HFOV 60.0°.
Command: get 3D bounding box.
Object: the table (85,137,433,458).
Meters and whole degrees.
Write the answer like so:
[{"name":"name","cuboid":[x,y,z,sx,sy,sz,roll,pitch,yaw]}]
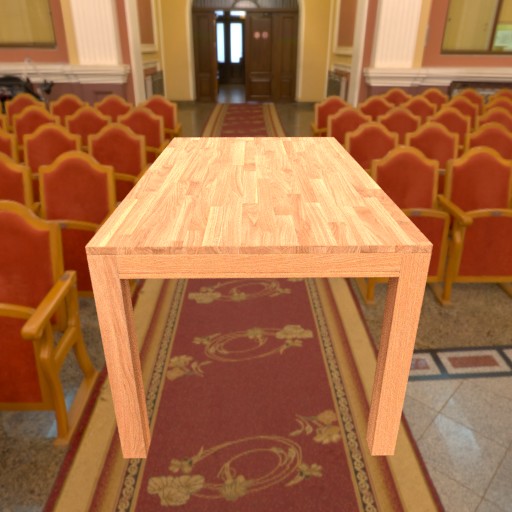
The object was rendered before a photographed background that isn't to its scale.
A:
[{"name":"table","cuboid":[0.000,0.000,1.988,0.900,0.770,1.500,0,25,-1]}]
